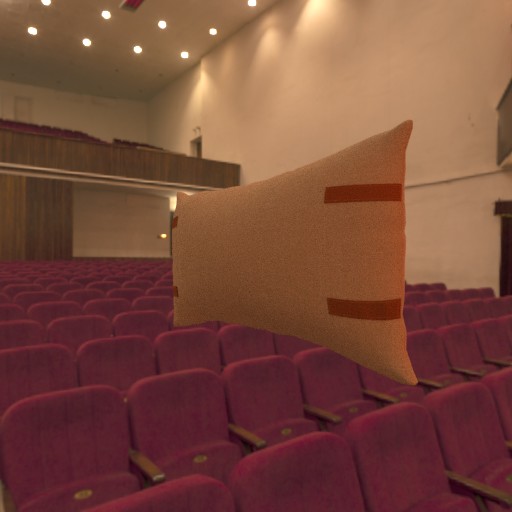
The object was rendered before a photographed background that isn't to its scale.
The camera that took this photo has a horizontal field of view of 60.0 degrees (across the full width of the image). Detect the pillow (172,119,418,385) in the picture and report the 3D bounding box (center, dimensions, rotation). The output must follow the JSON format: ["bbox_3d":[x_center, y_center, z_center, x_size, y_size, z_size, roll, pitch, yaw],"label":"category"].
[{"bbox_3d":[0.000,0.000,0.752,0.148,0.308,0.612,1,-1,-36],"label":"pillow"}]
